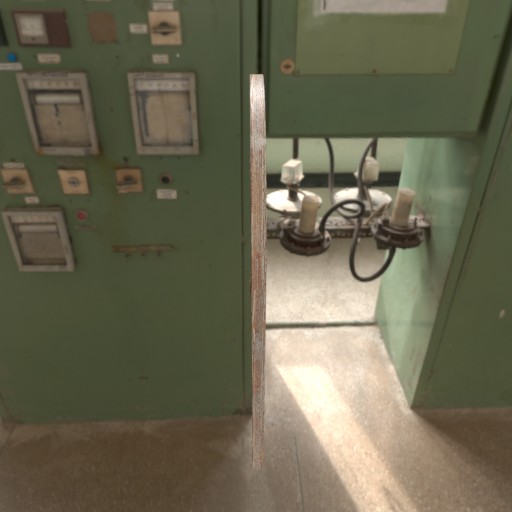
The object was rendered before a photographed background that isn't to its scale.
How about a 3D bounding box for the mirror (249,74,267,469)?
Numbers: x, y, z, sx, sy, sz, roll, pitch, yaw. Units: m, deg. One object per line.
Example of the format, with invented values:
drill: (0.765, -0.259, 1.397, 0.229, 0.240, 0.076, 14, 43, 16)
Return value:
mirror: (0.000, 0.000, 1.203, 0.032, 0.920, 0.660, 0, 33, -1)
